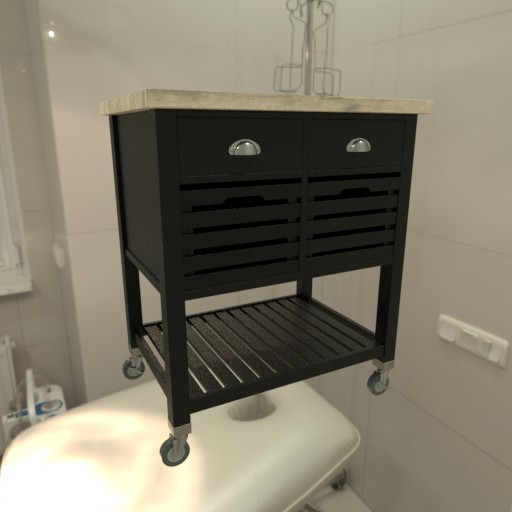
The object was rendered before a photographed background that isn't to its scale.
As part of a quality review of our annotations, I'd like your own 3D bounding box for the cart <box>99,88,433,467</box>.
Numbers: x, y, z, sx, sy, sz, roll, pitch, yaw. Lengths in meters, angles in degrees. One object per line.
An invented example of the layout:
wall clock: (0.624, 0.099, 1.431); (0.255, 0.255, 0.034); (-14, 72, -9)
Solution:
cart: (0.000, 0.000, 1.399); (0.797, 0.920, 0.567); (-8, 18, -26)
